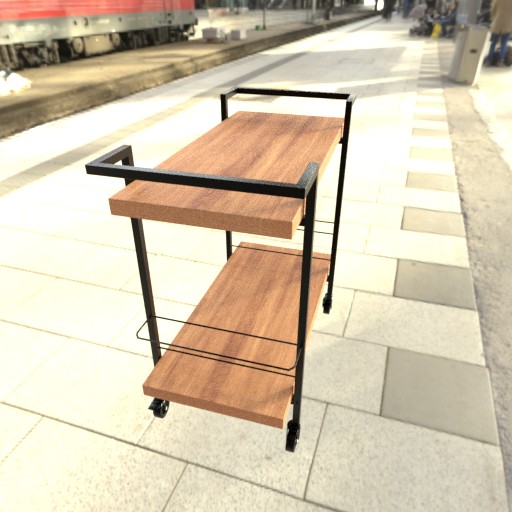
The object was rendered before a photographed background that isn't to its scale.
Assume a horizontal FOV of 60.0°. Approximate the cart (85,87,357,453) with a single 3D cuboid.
[{"bbox_3d":[0.000,0.000,1.259,0.406,0.762,0.806,9,32,14],"label":"cart"}]
